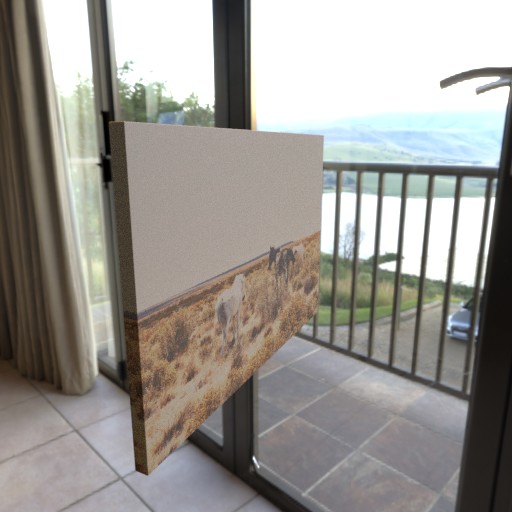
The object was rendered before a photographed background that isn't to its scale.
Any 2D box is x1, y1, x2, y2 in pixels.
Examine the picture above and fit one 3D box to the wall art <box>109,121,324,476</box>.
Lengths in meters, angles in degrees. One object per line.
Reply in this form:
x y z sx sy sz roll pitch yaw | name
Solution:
0.000 0.000 1.871 0.051 1.016 1.520 7 15 26 | wall art
